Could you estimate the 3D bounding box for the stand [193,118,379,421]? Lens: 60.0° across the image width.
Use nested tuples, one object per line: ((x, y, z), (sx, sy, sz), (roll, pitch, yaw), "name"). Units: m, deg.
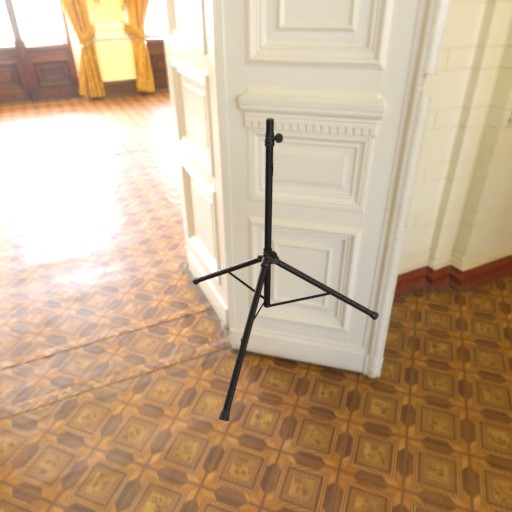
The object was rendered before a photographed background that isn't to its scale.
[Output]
((0.000, 0.000, 2.794), (1.596, 1.595, 1.339), (10, 33, 16), "stand")
